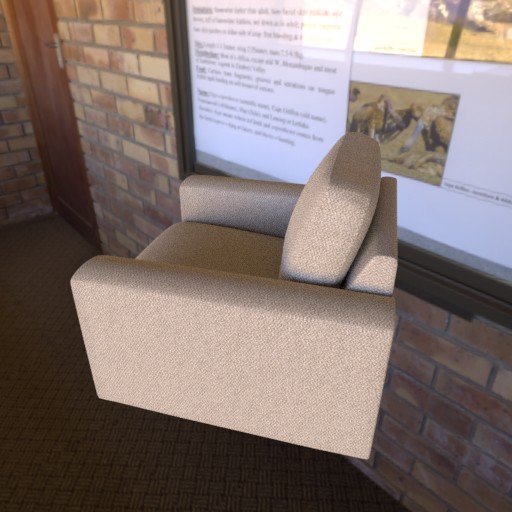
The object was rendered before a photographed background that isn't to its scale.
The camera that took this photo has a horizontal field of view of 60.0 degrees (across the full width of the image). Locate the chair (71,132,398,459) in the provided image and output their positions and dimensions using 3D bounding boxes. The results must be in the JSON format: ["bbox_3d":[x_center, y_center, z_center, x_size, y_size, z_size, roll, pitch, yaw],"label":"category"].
[{"bbox_3d":[0.000,0.000,1.735,1.016,0.873,1.005,8,31,13],"label":"chair"}]
